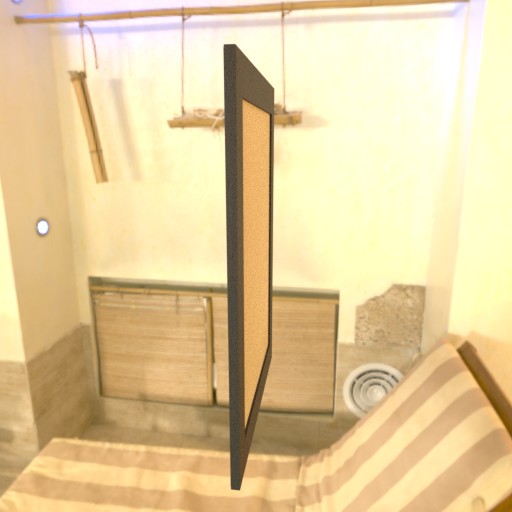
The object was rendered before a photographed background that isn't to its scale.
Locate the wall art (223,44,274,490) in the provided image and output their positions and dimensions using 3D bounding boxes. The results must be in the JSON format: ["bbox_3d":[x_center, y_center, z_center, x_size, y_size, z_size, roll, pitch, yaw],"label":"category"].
[{"bbox_3d":[0.000,0.000,0.658,0.013,0.508,0.359,2,14,8],"label":"wall art"}]
